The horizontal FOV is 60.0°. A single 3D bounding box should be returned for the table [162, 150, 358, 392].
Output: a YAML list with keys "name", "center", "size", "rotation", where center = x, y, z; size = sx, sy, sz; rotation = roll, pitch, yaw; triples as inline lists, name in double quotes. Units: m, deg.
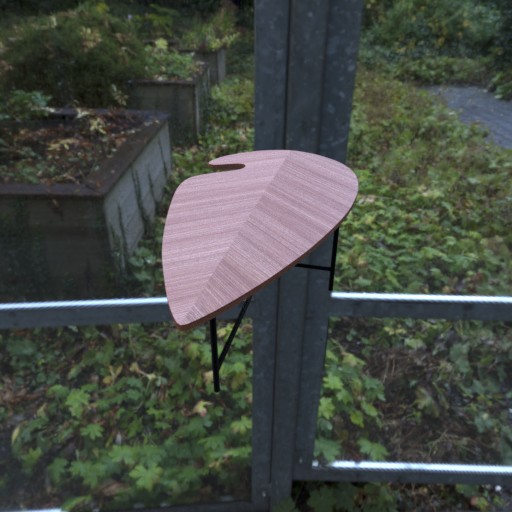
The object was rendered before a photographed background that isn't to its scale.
- name: "table"
  center: [0.000, 0.000, 1.464]
  size: [0.598, 0.360, 1.199]
  rotation: [7, 31, 12]
